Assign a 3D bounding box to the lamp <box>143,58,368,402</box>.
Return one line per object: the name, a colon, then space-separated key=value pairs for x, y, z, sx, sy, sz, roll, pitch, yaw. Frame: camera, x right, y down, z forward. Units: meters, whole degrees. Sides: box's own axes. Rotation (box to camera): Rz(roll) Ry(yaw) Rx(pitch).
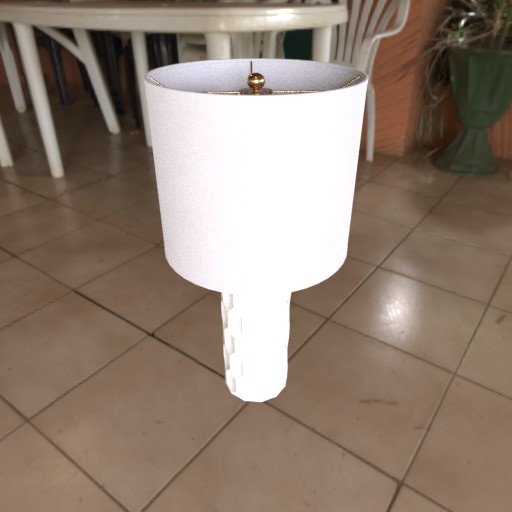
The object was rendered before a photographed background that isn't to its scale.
lamp: x=0.000 y=0.000 z=0.695 sx=0.277 sy=0.537 sz=0.277 roll=20 pitch=36 yaw=30
